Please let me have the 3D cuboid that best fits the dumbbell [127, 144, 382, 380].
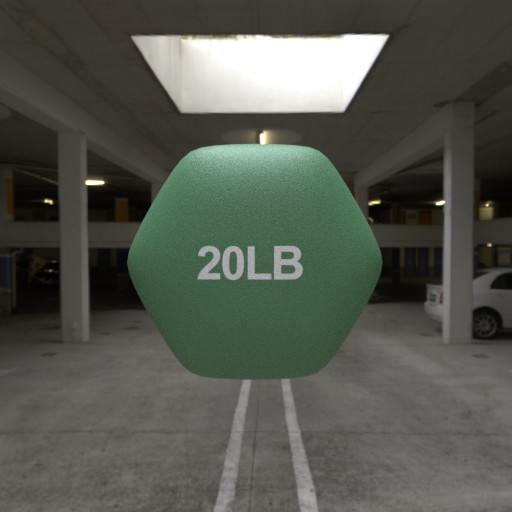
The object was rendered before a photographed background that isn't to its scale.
[{"bbox_3d":[0.000,0.000,0.323,0.126,0.114,0.257,0,2,1],"label":"dumbbell"}]
